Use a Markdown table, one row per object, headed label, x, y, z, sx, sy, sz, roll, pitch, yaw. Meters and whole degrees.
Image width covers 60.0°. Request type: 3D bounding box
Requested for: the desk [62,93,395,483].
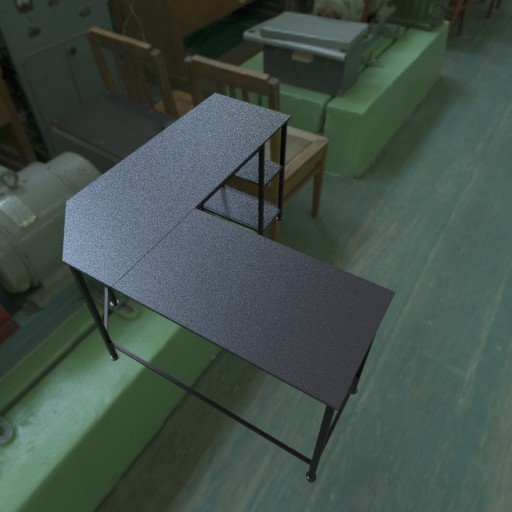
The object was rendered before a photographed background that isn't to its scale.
| label | x | y | z | sx | sy | sz | roll | pitch | yaw |
| --- | --- | --- | --- | --- | --- | --- | --- | --- | --- |
| desk | 0.000 | 0.000 | 2.193 | 1.379 | 0.739 | 1.379 | 24 | 51 | 20 |
